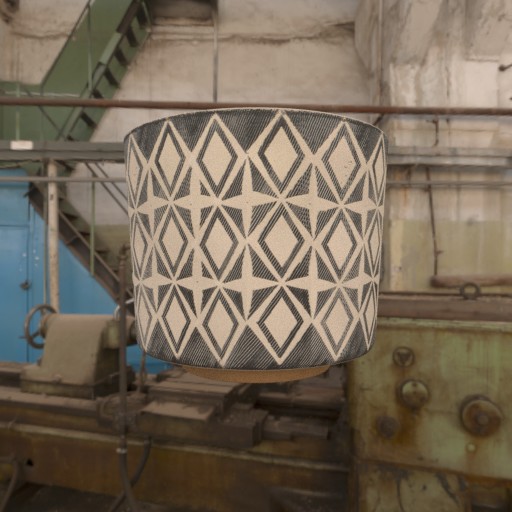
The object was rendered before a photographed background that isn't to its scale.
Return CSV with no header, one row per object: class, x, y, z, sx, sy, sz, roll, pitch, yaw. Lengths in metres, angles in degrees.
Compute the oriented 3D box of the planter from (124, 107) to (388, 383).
planter,0.000,0.000,0.455,0.260,0.220,0.260,0,0,0
